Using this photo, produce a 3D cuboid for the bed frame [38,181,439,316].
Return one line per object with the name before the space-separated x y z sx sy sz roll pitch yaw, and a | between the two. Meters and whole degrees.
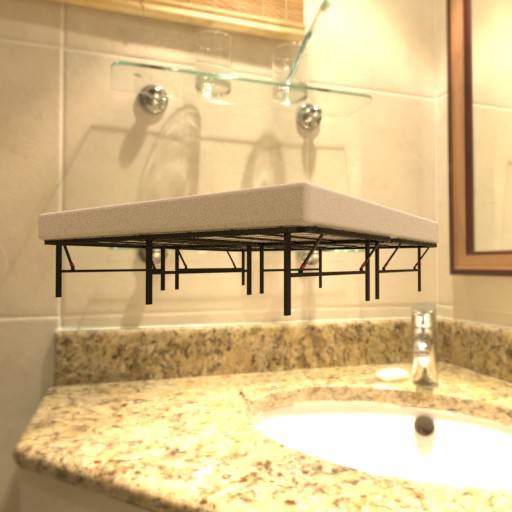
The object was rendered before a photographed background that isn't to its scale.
bed frame | 0.000 0.000 3.049 1.935 0.525 2.033 -1 -1 36
